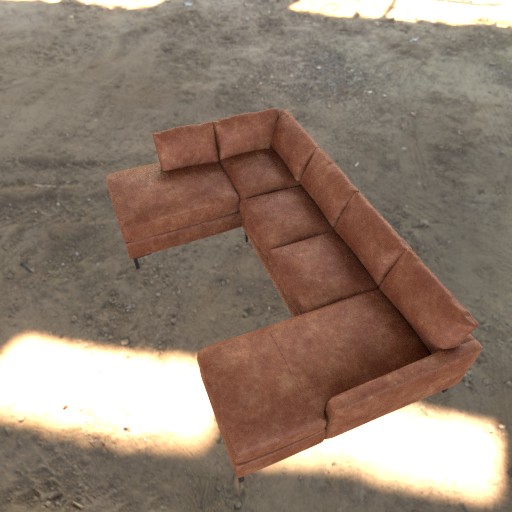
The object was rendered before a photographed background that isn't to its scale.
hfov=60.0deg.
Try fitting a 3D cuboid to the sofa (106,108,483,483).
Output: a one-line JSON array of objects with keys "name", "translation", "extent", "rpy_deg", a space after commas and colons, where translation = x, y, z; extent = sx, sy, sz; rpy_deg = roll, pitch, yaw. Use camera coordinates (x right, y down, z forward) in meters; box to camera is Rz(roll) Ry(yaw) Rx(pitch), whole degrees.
[{"name": "sofa", "translation": [0.000, 0.000, 3.631], "extent": [1.939, 0.900, 2.956], "rpy_deg": [-17, 50, -15]}]
